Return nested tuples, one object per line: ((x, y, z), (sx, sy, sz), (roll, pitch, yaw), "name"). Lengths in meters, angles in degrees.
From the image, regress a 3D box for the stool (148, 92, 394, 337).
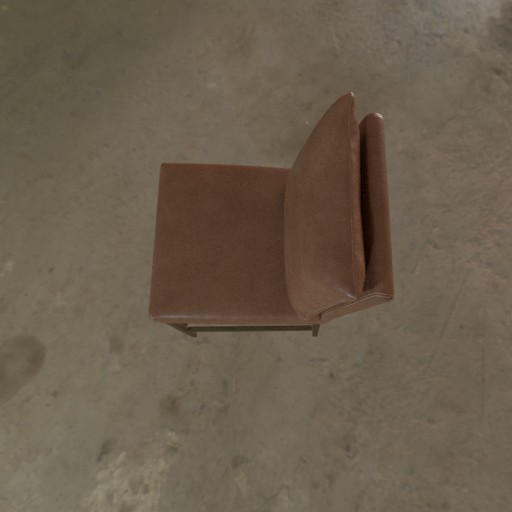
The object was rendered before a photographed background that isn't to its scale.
((0.000, 0.000, 1.416), (0.571, 1.124, 0.463), (1, 76, 0), "stool")
